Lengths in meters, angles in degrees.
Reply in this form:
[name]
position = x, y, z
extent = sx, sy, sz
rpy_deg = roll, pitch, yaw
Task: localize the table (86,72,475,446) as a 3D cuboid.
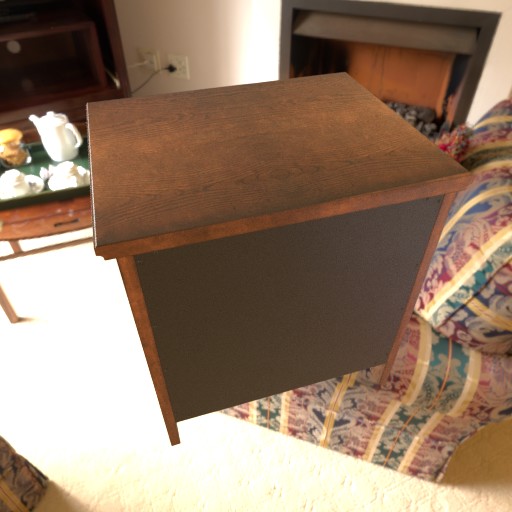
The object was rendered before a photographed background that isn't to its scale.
[table]
position = 0.000, 0.000, 0.999
extent = 0.586, 0.597, 0.461
rpy_deg = -12, 44, -13
